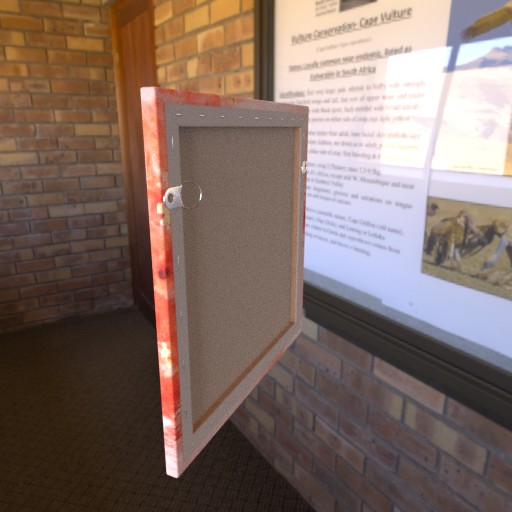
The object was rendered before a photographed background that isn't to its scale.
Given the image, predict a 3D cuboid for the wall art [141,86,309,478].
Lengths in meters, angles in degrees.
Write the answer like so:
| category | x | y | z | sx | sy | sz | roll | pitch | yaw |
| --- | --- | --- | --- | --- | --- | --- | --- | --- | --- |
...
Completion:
| category | x | y | z | sx | sy | sz | roll | pitch | yaw |
| --- | --- | --- | --- | --- | --- | --- | --- | --- | --- |
| wall art | 0.000 | 0.000 | 1.316 | 0.066 | 0.878 | 0.878 | 8 | 18 | 24 |
